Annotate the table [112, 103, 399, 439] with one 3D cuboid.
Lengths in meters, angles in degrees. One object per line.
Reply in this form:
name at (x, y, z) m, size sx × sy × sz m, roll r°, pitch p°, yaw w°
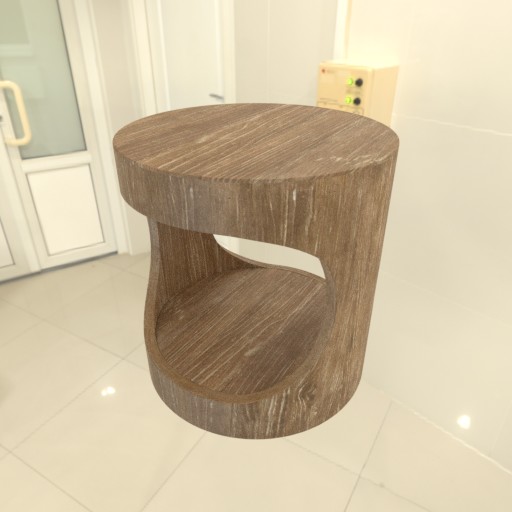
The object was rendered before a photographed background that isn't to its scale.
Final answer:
table at (0.000, 0.000, 0.982) m, size 0.527 × 0.551 × 0.527 m, roll 0°, pitch 30°, yaw 0°
